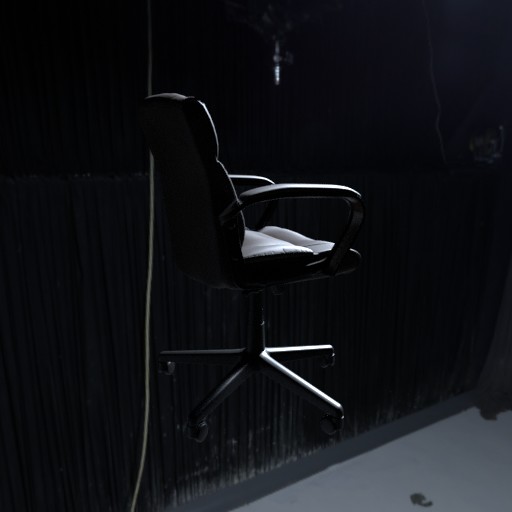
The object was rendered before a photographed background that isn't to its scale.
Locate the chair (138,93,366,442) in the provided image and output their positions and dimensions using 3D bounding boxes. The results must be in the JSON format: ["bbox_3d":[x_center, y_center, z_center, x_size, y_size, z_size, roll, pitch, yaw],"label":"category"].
[{"bbox_3d":[0.000,0.000,1.513,0.717,1.004,0.739,-7,15,-27],"label":"chair"}]
